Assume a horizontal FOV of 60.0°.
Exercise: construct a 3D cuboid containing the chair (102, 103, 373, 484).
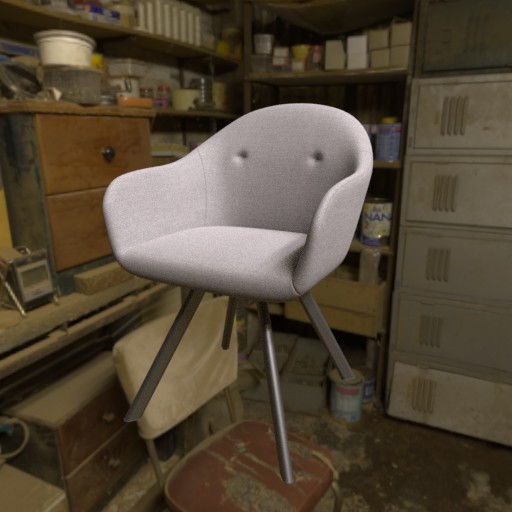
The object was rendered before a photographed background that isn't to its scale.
[{"bbox_3d":[0.000,0.000,1.153,0.540,0.780,0.570,8,17,27],"label":"chair"}]
